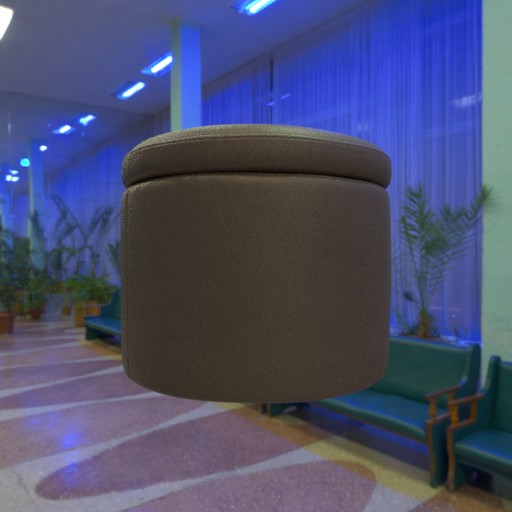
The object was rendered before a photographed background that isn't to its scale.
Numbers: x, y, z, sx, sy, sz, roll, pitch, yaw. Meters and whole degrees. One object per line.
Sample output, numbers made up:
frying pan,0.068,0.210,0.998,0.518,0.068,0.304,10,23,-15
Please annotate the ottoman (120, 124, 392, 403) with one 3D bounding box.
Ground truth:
ottoman,0.000,0.000,0.854,0.500,0.409,0.500,0,1,0
